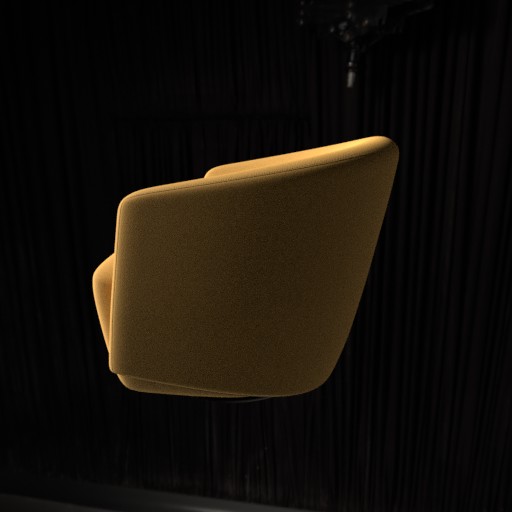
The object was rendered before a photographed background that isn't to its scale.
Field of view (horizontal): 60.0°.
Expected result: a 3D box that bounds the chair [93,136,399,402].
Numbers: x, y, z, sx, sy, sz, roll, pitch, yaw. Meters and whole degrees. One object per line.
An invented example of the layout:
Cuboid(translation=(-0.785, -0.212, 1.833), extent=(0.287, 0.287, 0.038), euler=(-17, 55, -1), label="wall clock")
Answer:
Cuboid(translation=(0.000, 0.000, 1.339), extent=(0.767, 0.698, 0.773), euler=(2, 15, 8), label="chair")
